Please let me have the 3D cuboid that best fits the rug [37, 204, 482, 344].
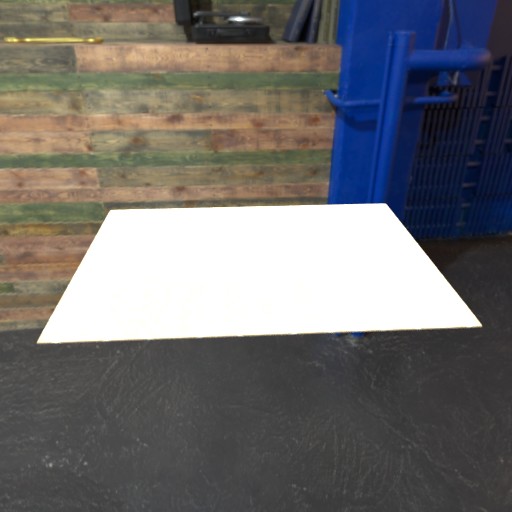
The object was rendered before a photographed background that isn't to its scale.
[{"bbox_3d":[0.000,0.000,2.771,2.134,0.010,1.524,-2,30,-3],"label":"rug"}]
